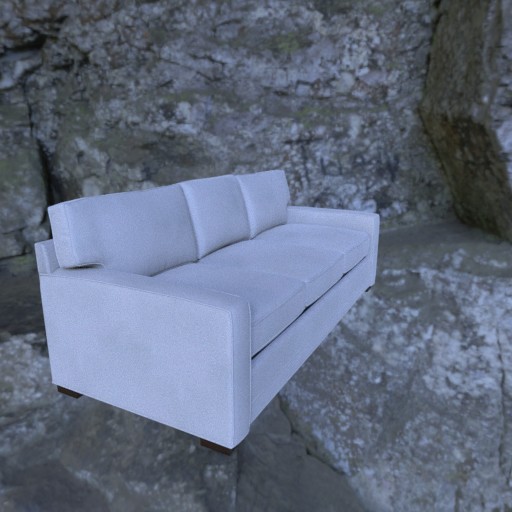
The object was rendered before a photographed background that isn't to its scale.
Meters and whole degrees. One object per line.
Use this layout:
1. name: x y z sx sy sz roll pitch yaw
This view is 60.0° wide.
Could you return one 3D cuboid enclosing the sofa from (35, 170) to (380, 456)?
1. sofa: 0.000 0.000 2.523 0.935 0.862 2.088 8 17 27
